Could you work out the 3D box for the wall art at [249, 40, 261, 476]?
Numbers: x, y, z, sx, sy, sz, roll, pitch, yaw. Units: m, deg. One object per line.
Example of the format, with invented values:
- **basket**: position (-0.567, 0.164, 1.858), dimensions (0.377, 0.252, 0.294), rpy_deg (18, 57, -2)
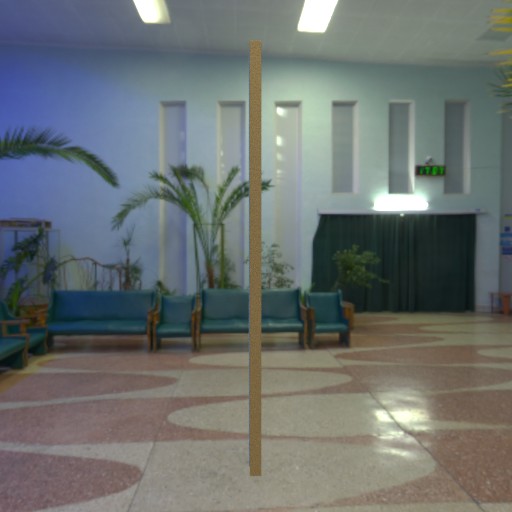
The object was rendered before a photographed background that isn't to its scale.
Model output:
- **wall art**: position (0.000, 0.000, 0.691), dimensions (0.013, 0.455, 0.457), rpy_deg (0, 1, 0)
